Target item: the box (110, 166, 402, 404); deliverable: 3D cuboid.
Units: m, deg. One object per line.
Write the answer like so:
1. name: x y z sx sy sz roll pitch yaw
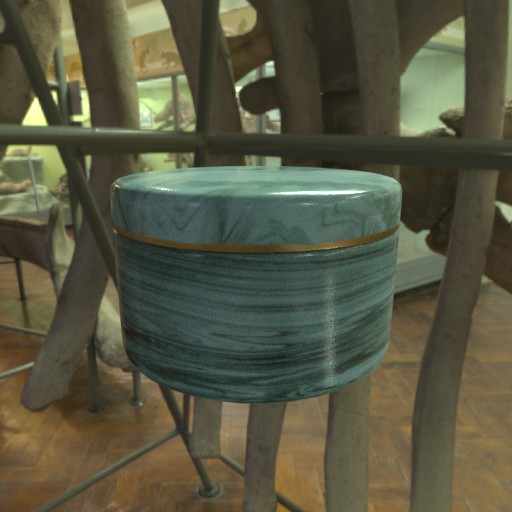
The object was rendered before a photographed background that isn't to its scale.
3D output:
1. box: 0.000 0.000 0.167 0.101 0.063 0.101 0 15 0
